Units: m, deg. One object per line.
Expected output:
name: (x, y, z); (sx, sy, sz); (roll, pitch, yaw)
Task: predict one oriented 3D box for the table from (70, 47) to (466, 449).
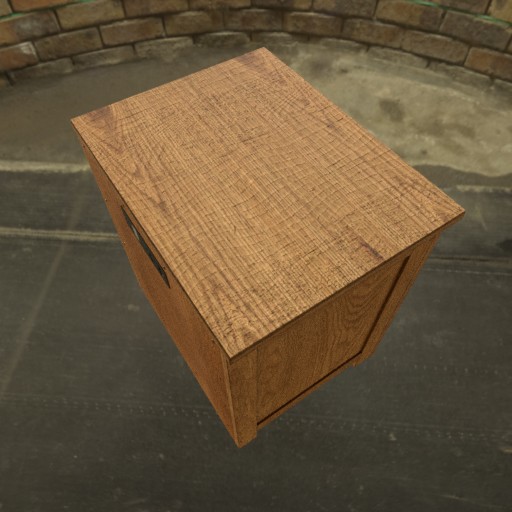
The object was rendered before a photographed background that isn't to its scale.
table: (0.000, 0.000, 1.071); (0.494, 0.625, 0.601); (-29, 60, -19)
